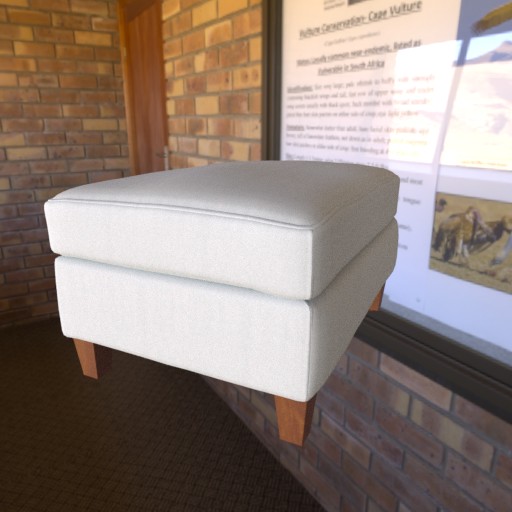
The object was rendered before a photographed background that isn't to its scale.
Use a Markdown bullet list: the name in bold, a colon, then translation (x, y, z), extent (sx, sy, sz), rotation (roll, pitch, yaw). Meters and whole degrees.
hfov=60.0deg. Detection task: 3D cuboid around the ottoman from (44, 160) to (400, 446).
- **ottoman**: translation (0.000, 0.000, 1.199), extent (0.634, 0.496, 0.818), rotation (8, 19, 25)
